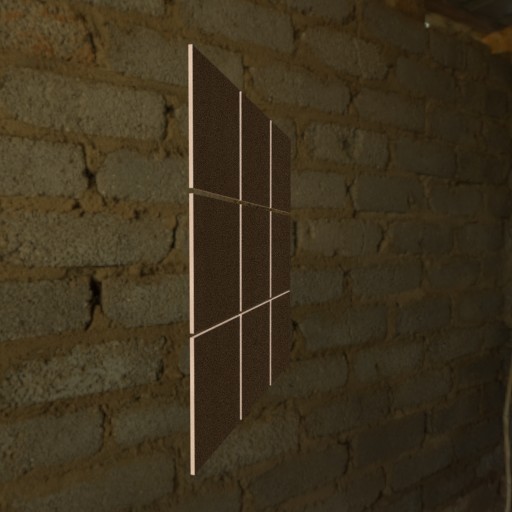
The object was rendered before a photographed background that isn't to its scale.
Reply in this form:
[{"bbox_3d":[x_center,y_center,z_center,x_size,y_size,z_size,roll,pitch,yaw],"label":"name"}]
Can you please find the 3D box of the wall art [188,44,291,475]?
[{"bbox_3d":[0.000,0.000,1.834,0.013,1.218,1.219,1,2,17],"label":"wall art"}]
